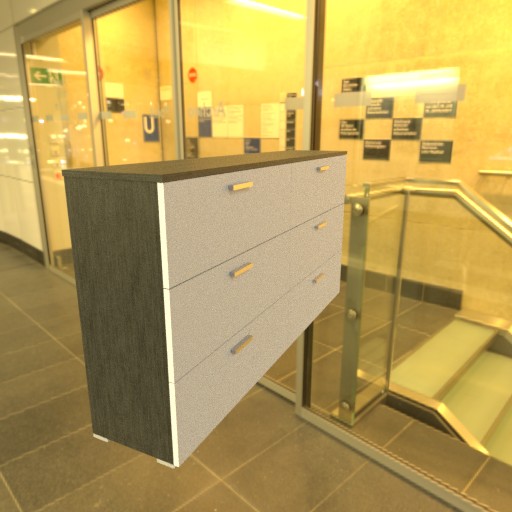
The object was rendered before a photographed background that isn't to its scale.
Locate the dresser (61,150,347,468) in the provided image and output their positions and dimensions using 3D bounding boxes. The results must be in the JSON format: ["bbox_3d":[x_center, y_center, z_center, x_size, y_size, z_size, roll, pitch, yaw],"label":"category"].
[{"bbox_3d":[0.000,0.000,1.815,0.333,0.790,1.535,8,17,25],"label":"dresser"}]
